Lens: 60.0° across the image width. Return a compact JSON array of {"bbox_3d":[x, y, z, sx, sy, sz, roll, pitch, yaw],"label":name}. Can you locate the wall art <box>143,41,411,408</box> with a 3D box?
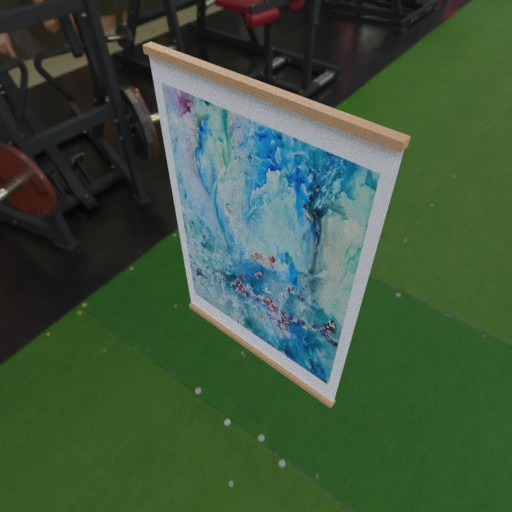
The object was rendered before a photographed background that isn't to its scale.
[{"bbox_3d":[0.000,0.000,0.638,0.335,0.510,0.013,30,53,26],"label":"wall art"}]
